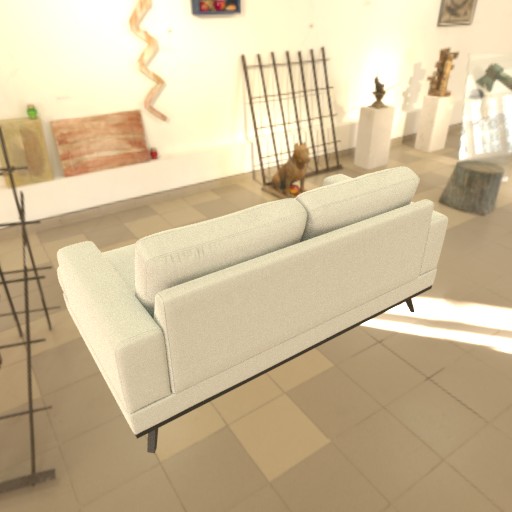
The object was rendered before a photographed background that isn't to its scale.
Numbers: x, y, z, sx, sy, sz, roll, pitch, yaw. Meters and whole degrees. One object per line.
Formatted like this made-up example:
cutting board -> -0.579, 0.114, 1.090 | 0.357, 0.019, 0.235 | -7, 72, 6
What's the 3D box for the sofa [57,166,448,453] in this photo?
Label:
sofa -> 0.000, 0.000, 2.131 | 1.650, 0.810, 0.920 | -19, 35, -29
